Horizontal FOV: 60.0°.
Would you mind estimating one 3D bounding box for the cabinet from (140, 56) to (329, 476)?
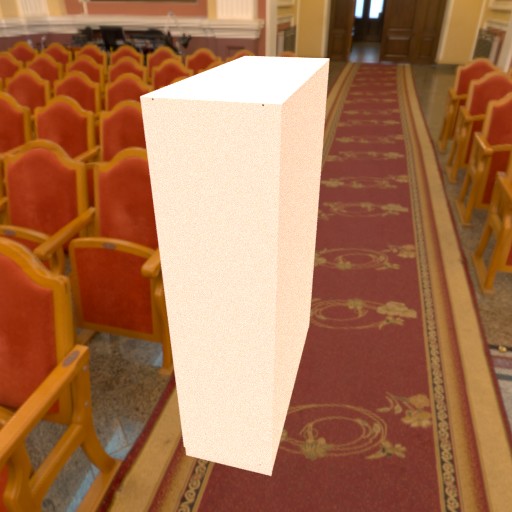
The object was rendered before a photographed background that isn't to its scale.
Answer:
[{"bbox_3d":[0.000,0.000,2.480,0.510,1.910,1.290,8,31,13],"label":"cabinet"}]
